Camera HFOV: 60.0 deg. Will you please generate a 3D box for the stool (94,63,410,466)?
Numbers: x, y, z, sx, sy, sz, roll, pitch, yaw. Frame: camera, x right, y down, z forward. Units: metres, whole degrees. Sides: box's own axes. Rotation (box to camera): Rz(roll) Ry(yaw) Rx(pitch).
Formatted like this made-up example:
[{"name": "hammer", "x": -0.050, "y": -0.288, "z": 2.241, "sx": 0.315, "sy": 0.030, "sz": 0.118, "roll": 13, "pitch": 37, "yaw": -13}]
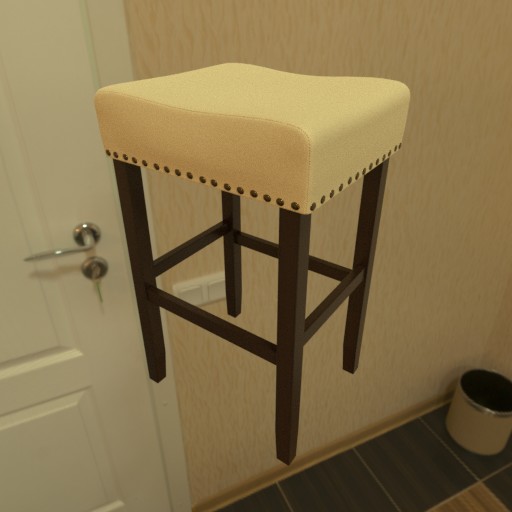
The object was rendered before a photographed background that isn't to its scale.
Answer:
[{"name": "stool", "x": 0.000, "y": 0.000, "z": 1.028, "sx": 0.471, "sy": 0.762, "sz": 0.401, "roll": 20, "pitch": 37, "yaw": 30}]
